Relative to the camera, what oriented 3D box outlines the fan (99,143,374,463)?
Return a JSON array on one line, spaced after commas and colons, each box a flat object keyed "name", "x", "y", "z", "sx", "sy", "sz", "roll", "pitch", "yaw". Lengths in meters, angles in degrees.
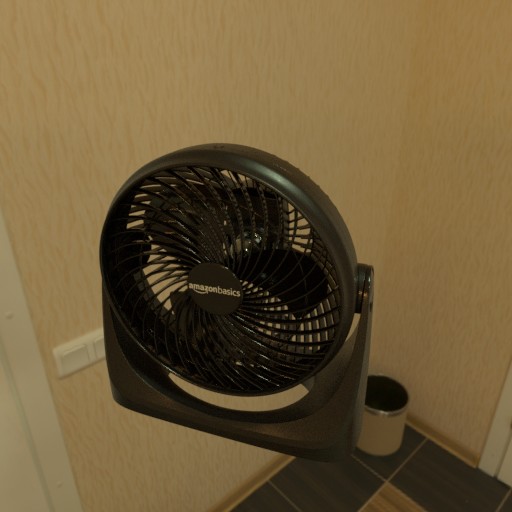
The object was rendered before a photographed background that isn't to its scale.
[{"name": "fan", "x": 0.000, "y": 0.000, "z": 0.485, "sx": 0.273, "sy": 0.277, "sz": 0.256, "roll": 8, "pitch": 28, "yaw": 17}]
